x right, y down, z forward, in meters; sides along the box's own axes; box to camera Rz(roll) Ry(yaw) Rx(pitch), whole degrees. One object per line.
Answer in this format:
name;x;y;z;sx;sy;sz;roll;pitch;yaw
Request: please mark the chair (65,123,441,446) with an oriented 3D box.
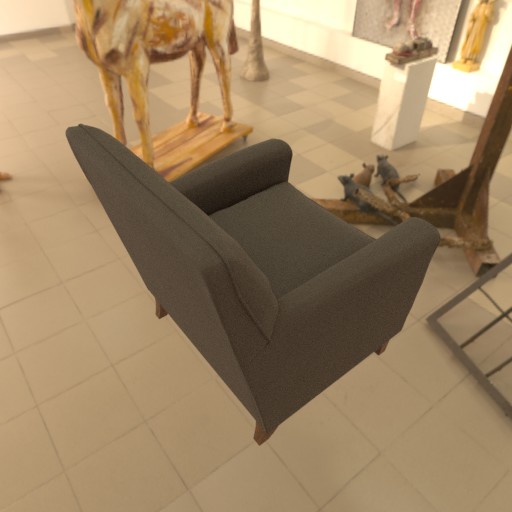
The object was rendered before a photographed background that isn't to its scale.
chair;0.000;0.000;1.539;0.831;0.911;0.836;-27;48;-27
